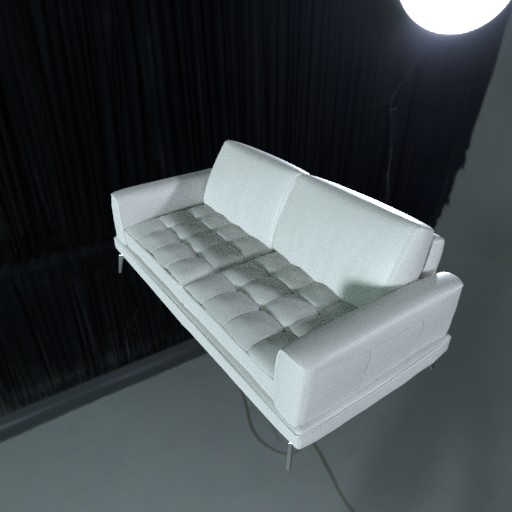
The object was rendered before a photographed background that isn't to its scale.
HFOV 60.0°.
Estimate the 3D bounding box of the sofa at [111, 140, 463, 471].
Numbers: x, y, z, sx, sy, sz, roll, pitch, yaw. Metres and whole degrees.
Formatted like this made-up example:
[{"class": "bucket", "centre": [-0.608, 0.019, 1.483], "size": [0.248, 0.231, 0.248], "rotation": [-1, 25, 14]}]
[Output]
[{"class": "sofa", "centre": [0.000, 0.000, 2.738], "size": [1.121, 0.930, 2.177], "rotation": [-20, 37, -30]}]
